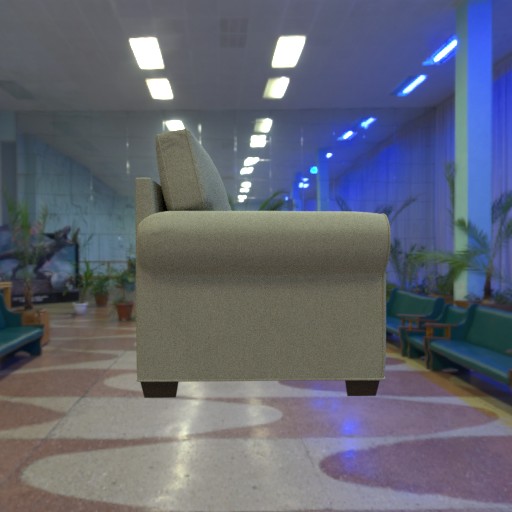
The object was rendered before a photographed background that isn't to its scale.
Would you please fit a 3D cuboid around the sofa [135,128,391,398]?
[{"bbox_3d":[0.000,0.000,2.299,0.861,0.933,1.774,0,1,-2],"label":"sofa"}]
